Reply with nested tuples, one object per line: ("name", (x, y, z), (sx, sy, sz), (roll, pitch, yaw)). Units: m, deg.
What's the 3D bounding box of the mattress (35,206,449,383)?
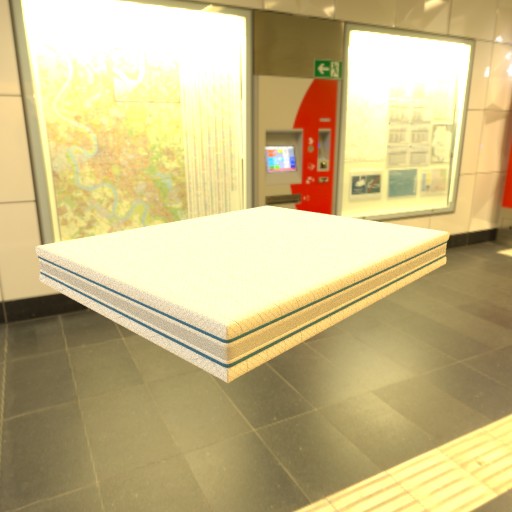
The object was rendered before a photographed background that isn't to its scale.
("mattress", (0.000, 0.000, 2.741), (1.600, 0.230, 2.000), (14, 21, 41))
